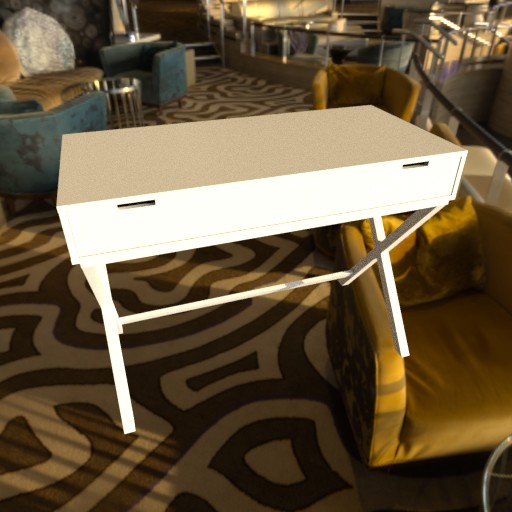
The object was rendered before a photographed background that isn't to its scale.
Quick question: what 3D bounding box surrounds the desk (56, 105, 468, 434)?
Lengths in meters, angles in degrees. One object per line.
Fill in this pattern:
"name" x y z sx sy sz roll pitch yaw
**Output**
"desk" 0.000 0.000 1.486 1.059 0.780 0.509 -10 35 -15
